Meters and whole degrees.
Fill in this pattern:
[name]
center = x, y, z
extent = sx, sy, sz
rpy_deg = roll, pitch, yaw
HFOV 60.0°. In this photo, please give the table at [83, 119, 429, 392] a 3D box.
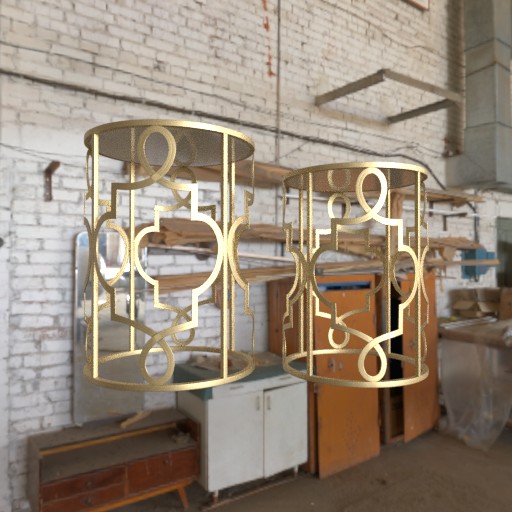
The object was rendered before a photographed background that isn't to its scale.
[table]
center = 0.000, 0.000, 1.125
extent = 0.846, 0.564, 0.420
rpy_deg = 0, 0, 0
